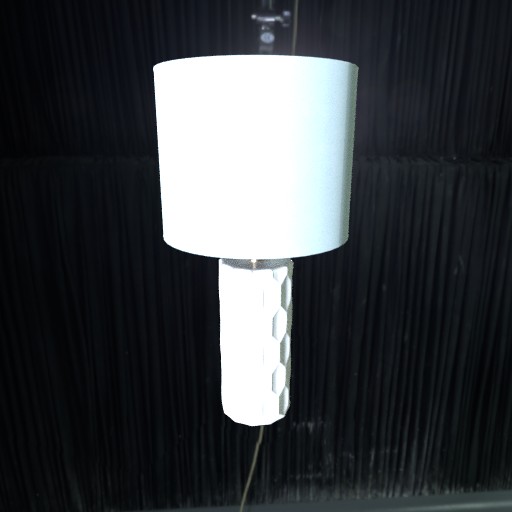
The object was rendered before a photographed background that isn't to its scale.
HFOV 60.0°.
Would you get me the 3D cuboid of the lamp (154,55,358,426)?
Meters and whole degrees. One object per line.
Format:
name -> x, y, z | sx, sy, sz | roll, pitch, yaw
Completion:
lamp -> 0.000, 0.000, 0.687 | 0.277, 0.534, 0.277 | -3, 17, -9
